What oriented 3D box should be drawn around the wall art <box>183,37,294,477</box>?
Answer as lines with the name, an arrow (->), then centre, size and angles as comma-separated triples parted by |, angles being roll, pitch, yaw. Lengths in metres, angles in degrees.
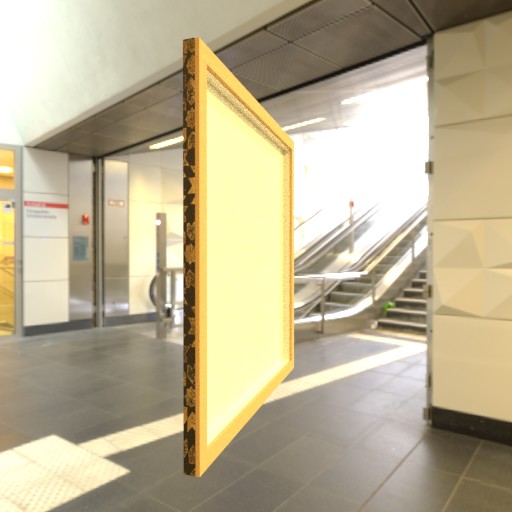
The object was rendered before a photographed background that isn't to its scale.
wall art -> 0.000, 0.000, 1.359 | 0.038, 0.914, 0.914 | 0, 1, 17
